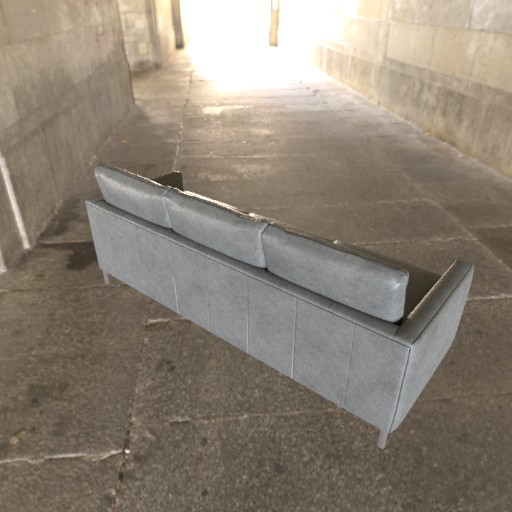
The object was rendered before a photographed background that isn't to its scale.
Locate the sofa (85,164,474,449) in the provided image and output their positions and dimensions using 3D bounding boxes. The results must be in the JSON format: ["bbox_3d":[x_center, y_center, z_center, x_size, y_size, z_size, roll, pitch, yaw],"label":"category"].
[{"bbox_3d":[0.000,0.000,2.384,2.029,0.805,0.748,22,37,33],"label":"sofa"}]
